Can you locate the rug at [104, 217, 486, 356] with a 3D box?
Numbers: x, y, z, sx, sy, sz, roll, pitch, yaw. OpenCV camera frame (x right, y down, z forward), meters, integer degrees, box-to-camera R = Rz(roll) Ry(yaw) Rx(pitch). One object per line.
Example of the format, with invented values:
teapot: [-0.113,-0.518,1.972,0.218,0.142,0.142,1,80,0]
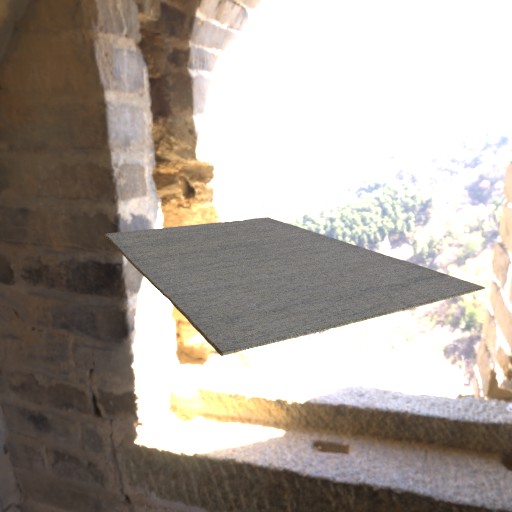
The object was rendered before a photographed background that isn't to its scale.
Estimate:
rug: [0.000,0.000,2.912,1.523,0.017,2.263,-8,18,-27]
